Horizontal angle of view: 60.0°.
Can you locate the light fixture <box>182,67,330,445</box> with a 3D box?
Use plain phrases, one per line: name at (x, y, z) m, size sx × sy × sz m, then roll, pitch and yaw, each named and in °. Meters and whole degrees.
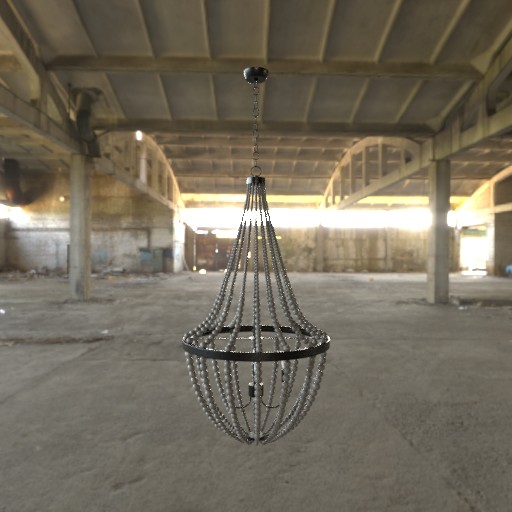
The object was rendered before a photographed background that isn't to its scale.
light fixture at (0.000, 0.000, 1.367) m, size 0.450 × 1.133 × 0.450 m, roll 0°, pitch 0°, yaw 0°
